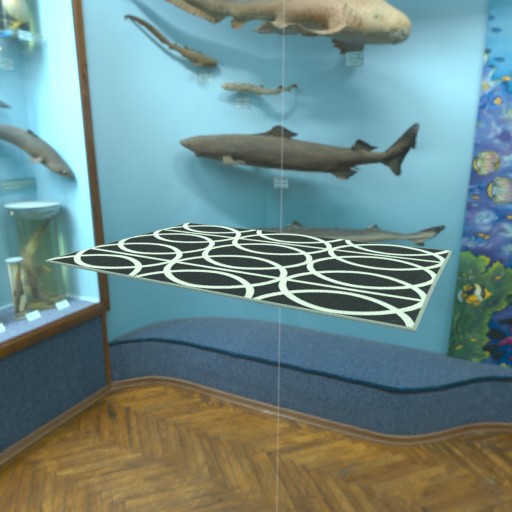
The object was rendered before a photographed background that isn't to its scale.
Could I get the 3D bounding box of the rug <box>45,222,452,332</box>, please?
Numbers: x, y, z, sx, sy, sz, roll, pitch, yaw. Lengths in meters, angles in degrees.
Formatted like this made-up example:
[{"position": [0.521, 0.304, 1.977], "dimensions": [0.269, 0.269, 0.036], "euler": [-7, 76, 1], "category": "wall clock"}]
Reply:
[{"position": [0.000, 0.000, 2.971], "dimensions": [2.290, 0.014, 1.526], "euler": [8, 17, 27], "category": "rug"}]
